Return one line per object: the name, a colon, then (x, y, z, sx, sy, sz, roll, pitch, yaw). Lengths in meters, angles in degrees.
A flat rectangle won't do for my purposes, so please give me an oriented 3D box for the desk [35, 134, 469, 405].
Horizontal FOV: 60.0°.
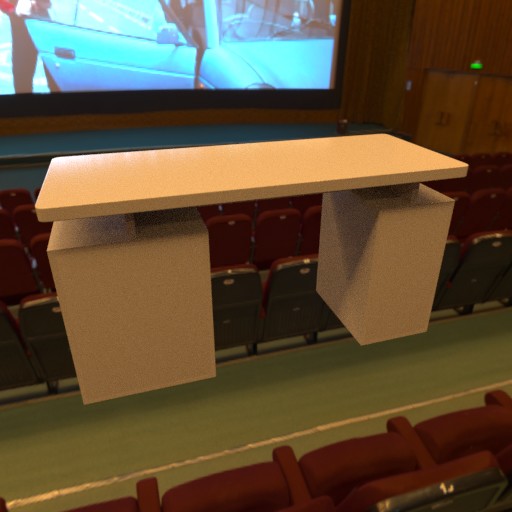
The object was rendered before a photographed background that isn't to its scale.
desk: (0.000, 0.000, 1.760, 1.400, 0.762, 0.550, -8, 28, -15)
